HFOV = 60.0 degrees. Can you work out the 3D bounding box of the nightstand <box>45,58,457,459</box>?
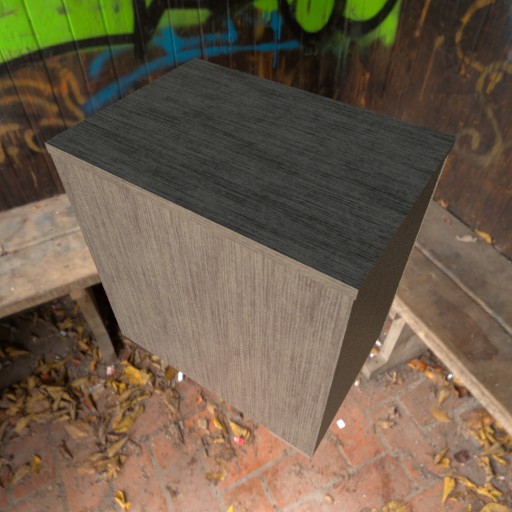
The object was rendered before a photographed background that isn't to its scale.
[{"bbox_3d":[0.000,0.000,0.751,0.441,0.460,0.325,26,52,22],"label":"nightstand"}]
